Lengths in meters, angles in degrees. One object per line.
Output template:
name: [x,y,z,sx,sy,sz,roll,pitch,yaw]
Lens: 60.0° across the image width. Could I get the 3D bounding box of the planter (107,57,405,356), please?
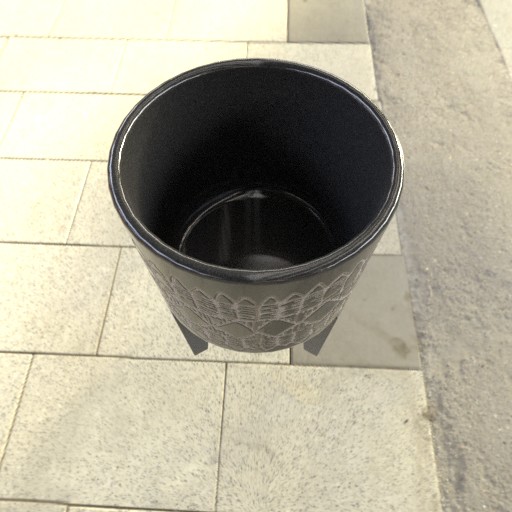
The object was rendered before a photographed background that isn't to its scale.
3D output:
planter: [0.000,0.000,0.527,0.251,0.355,0.251,0,60,0]
